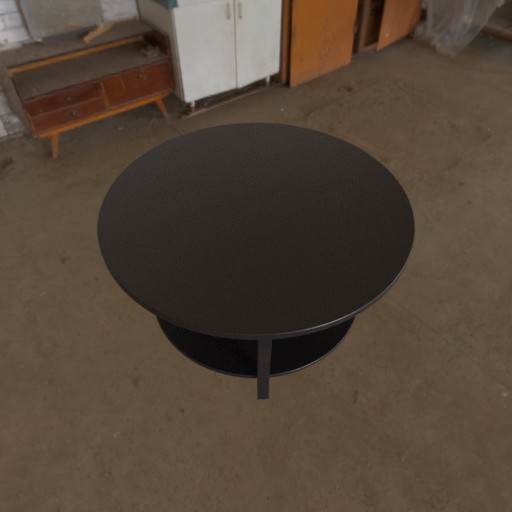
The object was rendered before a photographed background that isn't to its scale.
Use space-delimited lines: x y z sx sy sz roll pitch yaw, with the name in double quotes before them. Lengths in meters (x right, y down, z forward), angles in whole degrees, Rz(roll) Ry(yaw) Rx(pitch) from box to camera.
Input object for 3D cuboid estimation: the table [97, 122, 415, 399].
"table" 0.000 0.000 1.476 0.914 0.457 0.914 0 47 0
